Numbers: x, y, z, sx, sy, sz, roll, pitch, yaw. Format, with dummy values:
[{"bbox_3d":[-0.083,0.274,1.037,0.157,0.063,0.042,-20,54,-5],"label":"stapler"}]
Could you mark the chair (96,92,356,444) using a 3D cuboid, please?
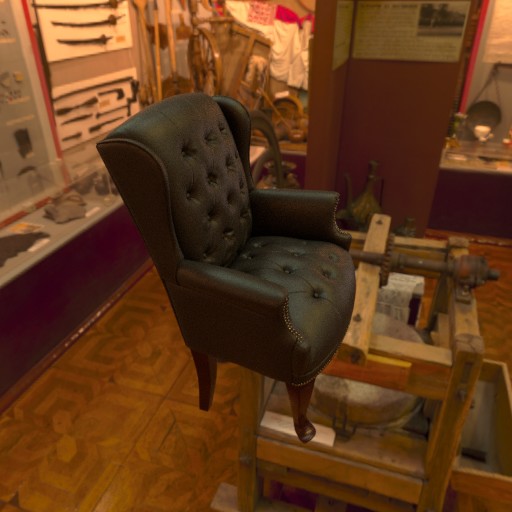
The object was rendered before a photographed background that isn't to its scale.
[{"bbox_3d":[0.000,0.000,1.673,0.762,1.111,0.838,10,32,17],"label":"chair"}]
